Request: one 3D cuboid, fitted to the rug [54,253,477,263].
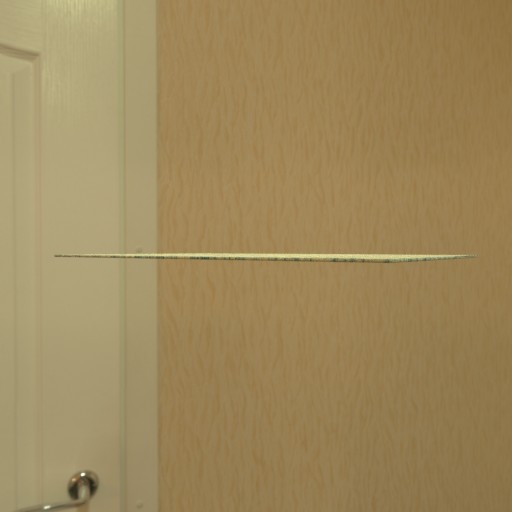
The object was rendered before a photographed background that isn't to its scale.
[{"bbox_3d":[0.000,0.000,2.995,2.439,0.015,1.524,1,1,37],"label":"rug"}]
